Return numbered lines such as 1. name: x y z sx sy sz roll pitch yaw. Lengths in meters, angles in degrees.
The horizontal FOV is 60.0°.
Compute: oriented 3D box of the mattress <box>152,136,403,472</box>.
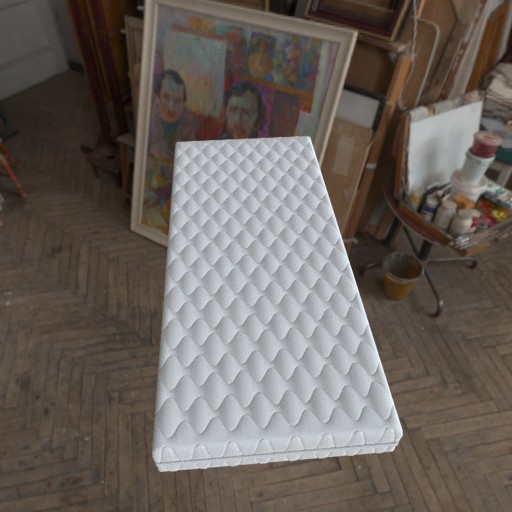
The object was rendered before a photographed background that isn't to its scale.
1. mattress: 0.000 0.000 2.297 0.900 0.200 2.000 -3 46 -3
